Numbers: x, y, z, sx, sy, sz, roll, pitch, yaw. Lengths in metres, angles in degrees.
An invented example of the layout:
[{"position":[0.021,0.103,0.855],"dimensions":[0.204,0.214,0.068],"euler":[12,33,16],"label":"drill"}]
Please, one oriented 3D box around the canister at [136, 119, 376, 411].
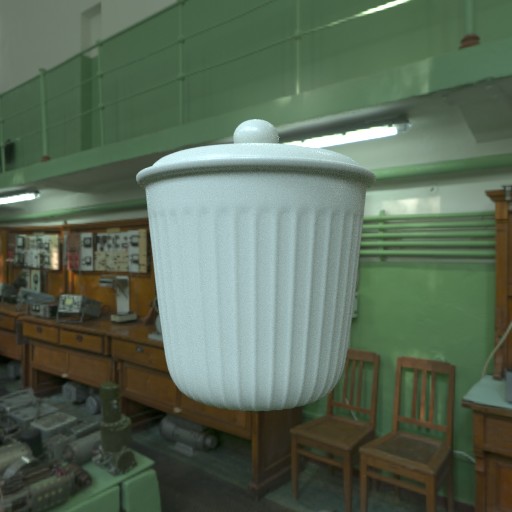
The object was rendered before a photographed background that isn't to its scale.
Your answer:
[{"position":[0.000,0.000,0.347],"dimensions":[0.181,0.211,0.181],"euler":[0,1,0],"label":"canister"}]
